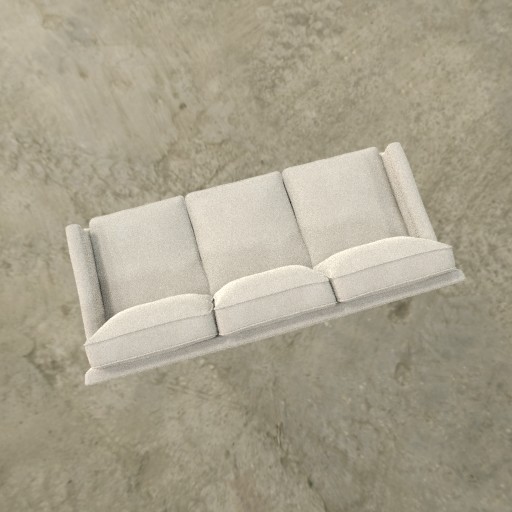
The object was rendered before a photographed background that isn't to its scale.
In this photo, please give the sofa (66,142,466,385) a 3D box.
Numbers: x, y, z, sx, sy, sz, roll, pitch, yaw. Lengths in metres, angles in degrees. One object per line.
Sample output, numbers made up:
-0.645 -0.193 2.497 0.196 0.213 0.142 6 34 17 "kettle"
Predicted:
0.000 0.000 2.871 2.246 1.003 1.084 -15 76 -4 "sofa"
